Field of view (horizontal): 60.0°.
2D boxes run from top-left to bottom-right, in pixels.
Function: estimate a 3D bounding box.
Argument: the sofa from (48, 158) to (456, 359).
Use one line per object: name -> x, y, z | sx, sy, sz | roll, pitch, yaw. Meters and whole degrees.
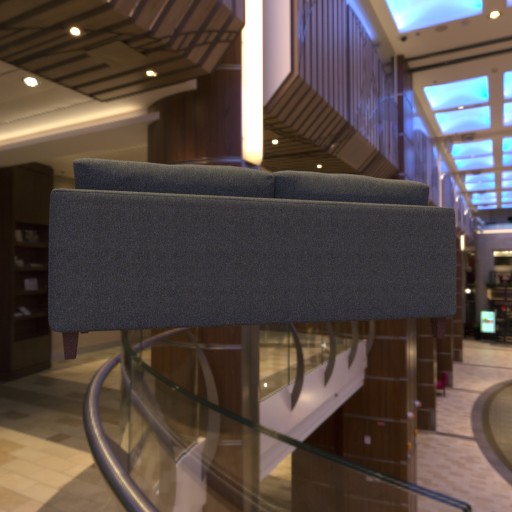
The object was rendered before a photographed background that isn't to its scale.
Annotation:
sofa -> 0.000, 0.000, 2.711 | 2.208, 0.965, 0.948 | 0, -2, -17
